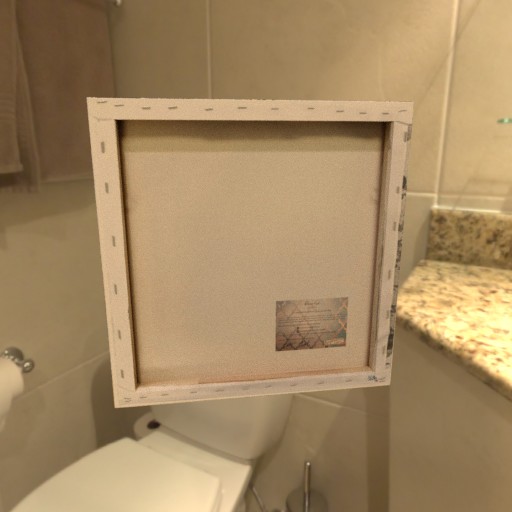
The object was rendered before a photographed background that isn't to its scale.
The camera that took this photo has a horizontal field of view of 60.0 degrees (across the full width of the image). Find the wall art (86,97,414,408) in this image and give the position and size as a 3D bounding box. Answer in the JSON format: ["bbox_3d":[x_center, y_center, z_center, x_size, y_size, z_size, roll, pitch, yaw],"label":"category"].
[{"bbox_3d":[0.000,0.000,0.461,0.302,0.306,0.038,-2,15,-8],"label":"wall art"}]
